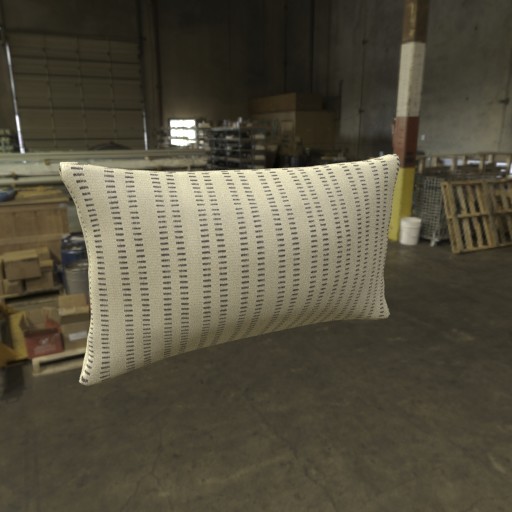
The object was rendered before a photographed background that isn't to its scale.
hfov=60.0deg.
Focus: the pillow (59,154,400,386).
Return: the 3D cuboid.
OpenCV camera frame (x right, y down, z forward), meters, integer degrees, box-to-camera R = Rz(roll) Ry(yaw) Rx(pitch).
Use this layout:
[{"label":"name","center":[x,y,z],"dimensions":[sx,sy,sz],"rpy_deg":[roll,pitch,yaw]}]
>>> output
[{"label":"pillow","center":[0.000,0.000,0.809],"dimensions":[0.640,0.353,0.210],"rpy_deg":[-8,17,-25]}]
